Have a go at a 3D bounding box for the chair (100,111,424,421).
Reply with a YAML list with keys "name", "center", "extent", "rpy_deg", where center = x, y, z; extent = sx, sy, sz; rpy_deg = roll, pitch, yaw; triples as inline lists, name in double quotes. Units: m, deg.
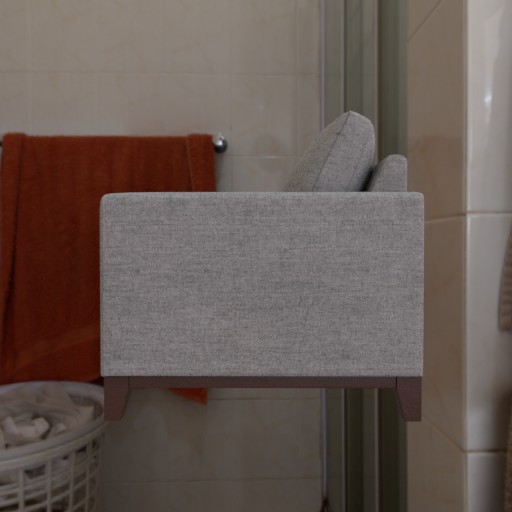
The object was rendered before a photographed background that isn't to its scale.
- name: "chair"
  center: [0.000, 0.000, 1.860]
  extent: [1.038, 1.010, 1.024]
  rpy_deg: [0, 1, 0]
